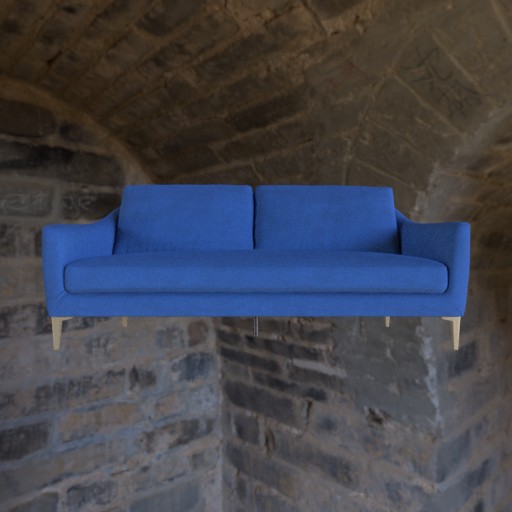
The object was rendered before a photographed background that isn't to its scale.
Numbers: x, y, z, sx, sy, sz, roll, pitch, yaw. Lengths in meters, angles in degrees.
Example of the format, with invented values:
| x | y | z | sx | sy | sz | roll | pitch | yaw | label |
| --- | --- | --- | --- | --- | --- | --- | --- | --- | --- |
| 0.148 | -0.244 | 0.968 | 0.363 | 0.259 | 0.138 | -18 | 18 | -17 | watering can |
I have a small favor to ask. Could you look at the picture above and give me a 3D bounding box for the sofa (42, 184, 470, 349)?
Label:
| x | y | z | sx | sy | sz | roll | pitch | yaw | label |
| --- | --- | --- | --- | --- | --- | --- | --- | --- | --- |
| 0.000 | 0.000 | 2.550 | 2.036 | 0.903 | 0.960 | 0 | 0 | 0 | sofa |
